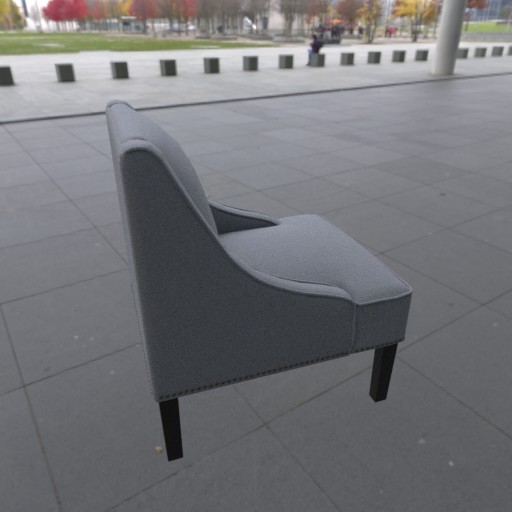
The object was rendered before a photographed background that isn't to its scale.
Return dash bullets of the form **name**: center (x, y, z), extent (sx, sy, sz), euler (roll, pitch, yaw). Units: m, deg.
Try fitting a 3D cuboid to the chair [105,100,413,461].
- **chair**: center (0.000, 0.000, 1.362), extent (0.747, 0.867, 0.631), euler (-9, 29, -17)
